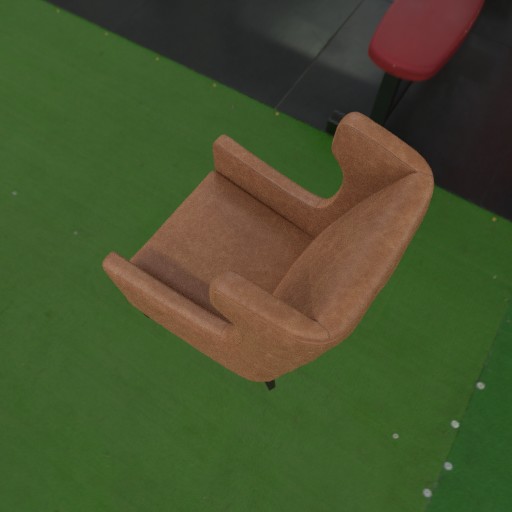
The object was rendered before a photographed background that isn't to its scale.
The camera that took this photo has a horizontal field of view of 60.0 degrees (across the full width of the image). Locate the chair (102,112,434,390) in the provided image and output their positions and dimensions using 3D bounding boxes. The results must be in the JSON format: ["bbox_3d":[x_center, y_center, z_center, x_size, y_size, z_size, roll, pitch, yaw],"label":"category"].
[{"bbox_3d":[0.000,0.000,1.678,0.899,1.079,0.766,32,68,15],"label":"chair"}]
